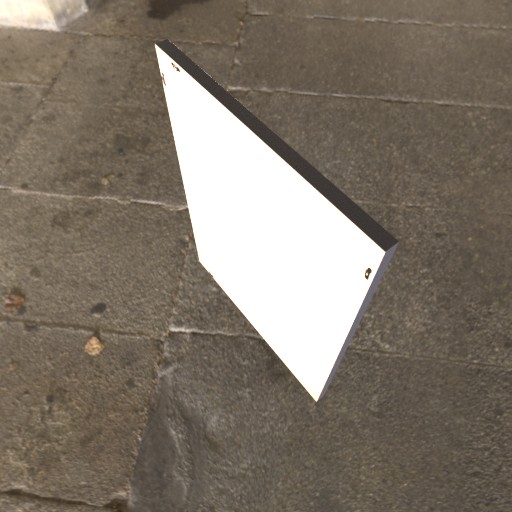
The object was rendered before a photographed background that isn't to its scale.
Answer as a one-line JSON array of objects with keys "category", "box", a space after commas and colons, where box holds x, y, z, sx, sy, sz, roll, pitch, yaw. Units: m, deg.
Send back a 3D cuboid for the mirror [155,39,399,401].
[{"category": "mirror", "box": [0.000, 0.000, 1.355, 0.040, 1.016, 0.762, -33, 64, -19]}]
